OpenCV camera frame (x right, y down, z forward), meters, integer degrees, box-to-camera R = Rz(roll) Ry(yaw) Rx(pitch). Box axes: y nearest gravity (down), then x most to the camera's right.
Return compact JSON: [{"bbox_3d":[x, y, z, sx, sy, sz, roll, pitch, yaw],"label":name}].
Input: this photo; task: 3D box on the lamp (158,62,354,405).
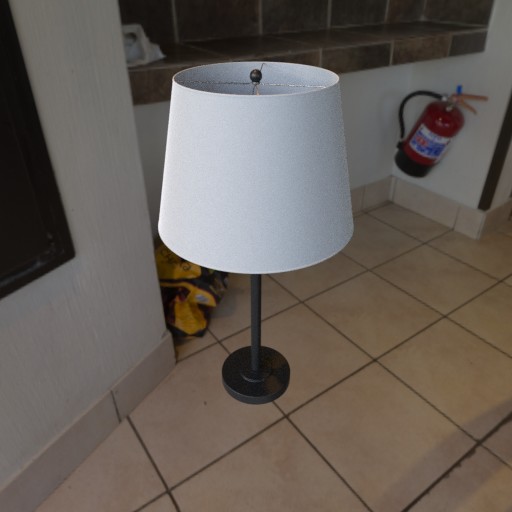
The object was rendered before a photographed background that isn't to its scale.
[{"bbox_3d":[0.000,0.000,0.883,0.363,0.696,0.363,0,33,0],"label":"lamp"}]
